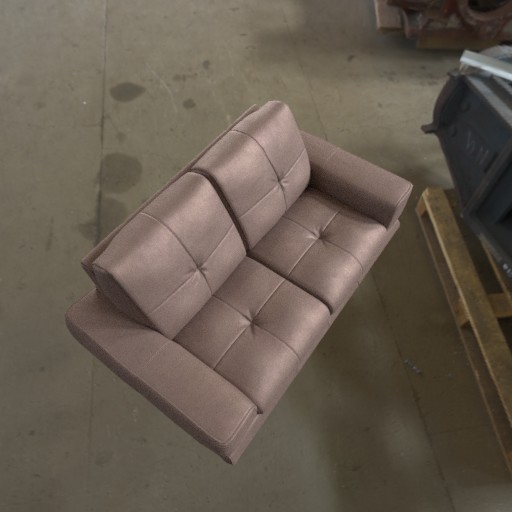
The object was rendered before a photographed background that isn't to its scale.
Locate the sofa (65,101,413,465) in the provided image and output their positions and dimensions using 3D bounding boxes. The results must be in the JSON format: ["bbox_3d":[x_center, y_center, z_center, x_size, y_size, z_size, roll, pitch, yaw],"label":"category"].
[{"bbox_3d":[0.000,0.000,2.393,1.018,0.907,1.806,32,63,18],"label":"sofa"}]
